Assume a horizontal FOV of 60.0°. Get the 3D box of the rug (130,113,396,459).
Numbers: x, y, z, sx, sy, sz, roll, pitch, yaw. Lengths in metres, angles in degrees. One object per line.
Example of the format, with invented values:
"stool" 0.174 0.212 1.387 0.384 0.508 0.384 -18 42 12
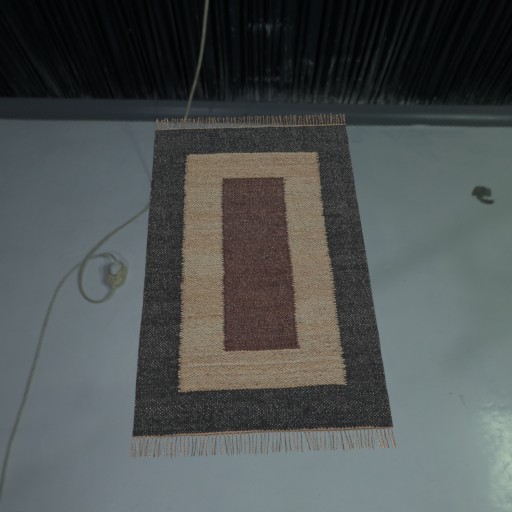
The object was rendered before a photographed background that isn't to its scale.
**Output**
"rug" 0.000 0.000 2.456 1.224 0.027 2.021 -2 65 -1
